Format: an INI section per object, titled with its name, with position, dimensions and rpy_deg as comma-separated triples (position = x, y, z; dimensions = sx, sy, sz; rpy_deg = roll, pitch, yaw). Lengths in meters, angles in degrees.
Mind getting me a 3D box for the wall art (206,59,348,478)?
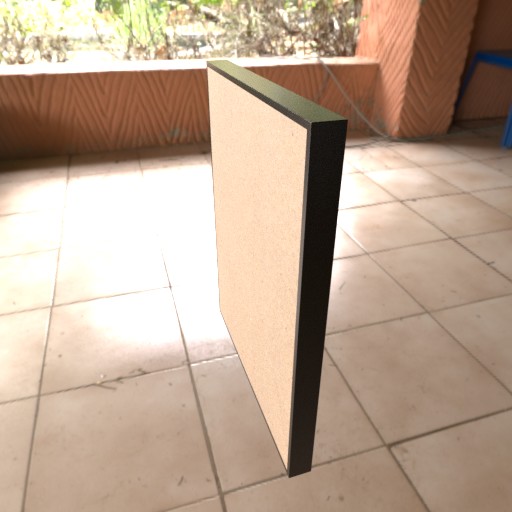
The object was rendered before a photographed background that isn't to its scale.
[wall art]
position = 0.000, 0.000, 0.741
dimensions = 0.038, 0.551, 0.448
rpy_deg = -10, 32, -15
